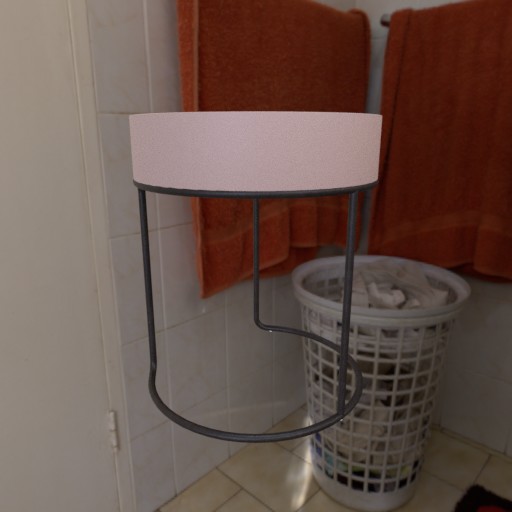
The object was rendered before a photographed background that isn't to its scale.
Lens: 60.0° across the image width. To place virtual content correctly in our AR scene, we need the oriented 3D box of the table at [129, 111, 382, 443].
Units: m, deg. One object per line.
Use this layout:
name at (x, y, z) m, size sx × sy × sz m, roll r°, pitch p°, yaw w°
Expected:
table at (0.000, 0.000, 0.883) m, size 0.450 × 0.530 × 0.450 m, roll 0°, pitch 16°, yaw 0°
